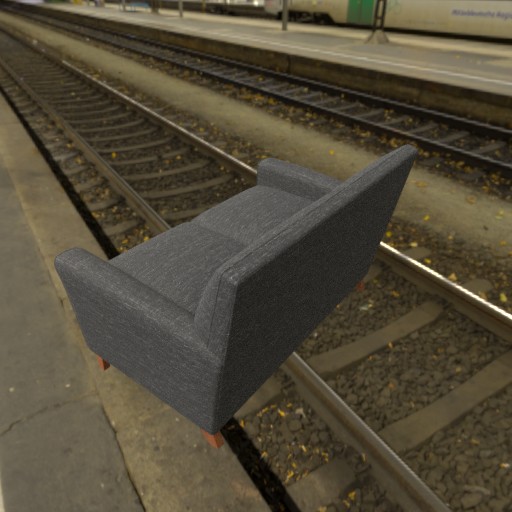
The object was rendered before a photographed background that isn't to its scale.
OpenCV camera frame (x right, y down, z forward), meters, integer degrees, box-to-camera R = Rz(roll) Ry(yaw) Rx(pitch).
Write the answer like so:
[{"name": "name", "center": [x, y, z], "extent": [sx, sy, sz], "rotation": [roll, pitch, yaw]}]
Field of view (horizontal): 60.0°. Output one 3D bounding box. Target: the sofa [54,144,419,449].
[{"name": "sofa", "center": [0.000, 0.000, 2.016], "extent": [0.875, 0.846, 1.420], "rotation": [21, 37, 31]}]
